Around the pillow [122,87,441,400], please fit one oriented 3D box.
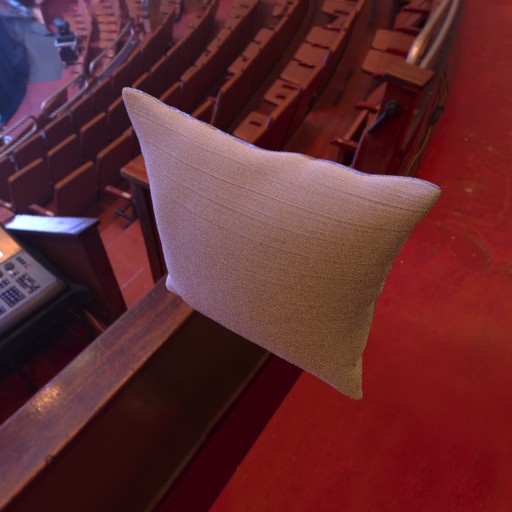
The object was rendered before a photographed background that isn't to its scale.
[{"bbox_3d":[0.000,0.000,0.728,0.470,0.464,0.175,25,52,22],"label":"pillow"}]
